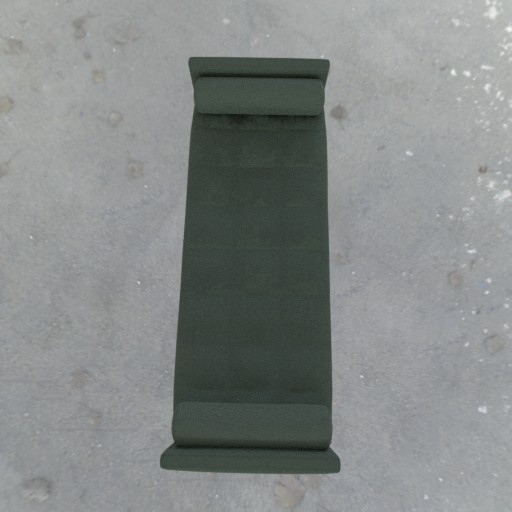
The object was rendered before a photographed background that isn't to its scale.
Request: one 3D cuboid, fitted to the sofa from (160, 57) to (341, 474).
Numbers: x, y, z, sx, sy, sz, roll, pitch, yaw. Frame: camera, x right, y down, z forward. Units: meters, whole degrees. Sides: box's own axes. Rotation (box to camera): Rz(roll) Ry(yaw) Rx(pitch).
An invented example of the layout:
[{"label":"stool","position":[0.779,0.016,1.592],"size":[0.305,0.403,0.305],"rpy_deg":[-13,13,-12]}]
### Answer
[{"label":"sofa","position":[0.000,0.000,2.460],"size":[0.797,0.657,2.102],"rpy_deg":[1,75,0]}]
